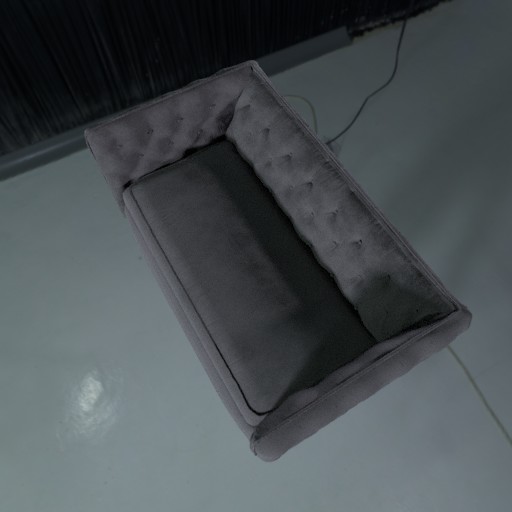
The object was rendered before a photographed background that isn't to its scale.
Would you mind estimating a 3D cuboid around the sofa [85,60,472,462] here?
[{"bbox_3d":[0.000,0.000,2.088,0.909,0.810,1.583,-28,67,-13],"label":"sofa"}]
